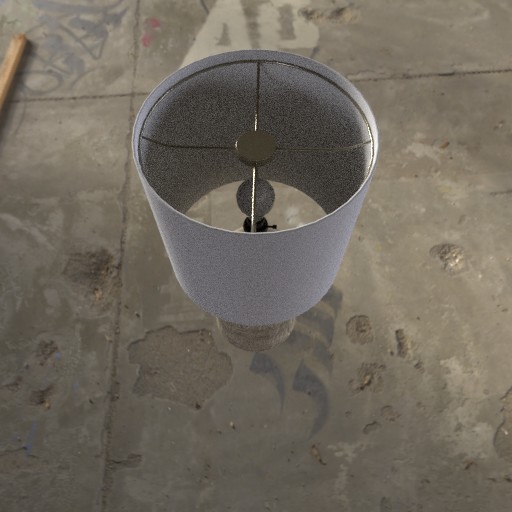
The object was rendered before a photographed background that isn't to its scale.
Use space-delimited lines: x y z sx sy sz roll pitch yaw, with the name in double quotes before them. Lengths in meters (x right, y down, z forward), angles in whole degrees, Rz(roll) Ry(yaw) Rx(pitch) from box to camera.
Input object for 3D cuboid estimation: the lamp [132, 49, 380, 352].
"lamp" 0.000 0.000 0.579 0.211 0.455 0.211 14 62 7
